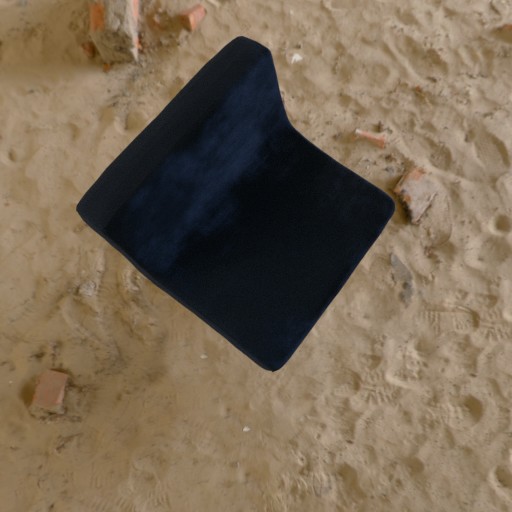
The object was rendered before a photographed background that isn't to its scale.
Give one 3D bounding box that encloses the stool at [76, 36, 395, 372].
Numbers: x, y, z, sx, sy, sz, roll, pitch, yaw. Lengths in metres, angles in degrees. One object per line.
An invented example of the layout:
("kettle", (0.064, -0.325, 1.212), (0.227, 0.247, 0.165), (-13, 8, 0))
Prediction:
("stool", (0.000, 0.000, 1.314), (0.500, 1.037, 0.511), (36, 77, 9))
